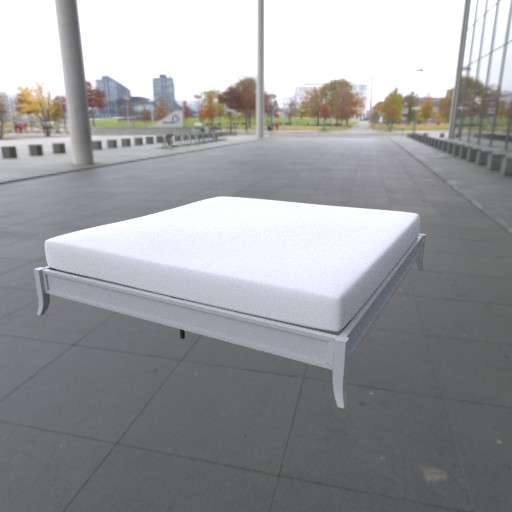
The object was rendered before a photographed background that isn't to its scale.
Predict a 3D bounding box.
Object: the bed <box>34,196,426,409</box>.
[{"bbox_3d":[0.000,0.000,3.153,2.007,0.510,2.108,9,19,27],"label":"bed"}]
